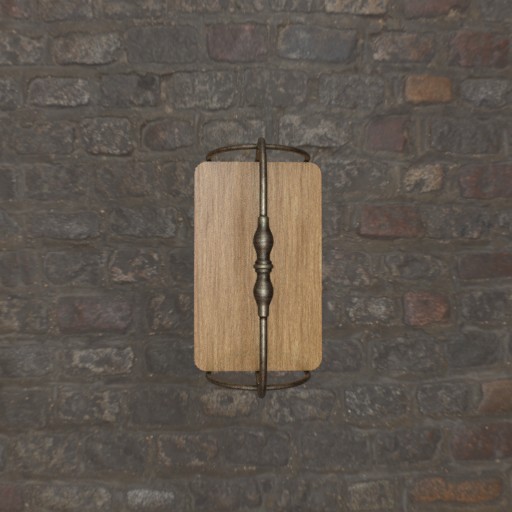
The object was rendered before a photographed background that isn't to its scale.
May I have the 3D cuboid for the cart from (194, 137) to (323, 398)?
[{"bbox_3d":[0.000,0.000,1.347,0.330,1.052,0.650,0,89,-2],"label":"cart"}]
